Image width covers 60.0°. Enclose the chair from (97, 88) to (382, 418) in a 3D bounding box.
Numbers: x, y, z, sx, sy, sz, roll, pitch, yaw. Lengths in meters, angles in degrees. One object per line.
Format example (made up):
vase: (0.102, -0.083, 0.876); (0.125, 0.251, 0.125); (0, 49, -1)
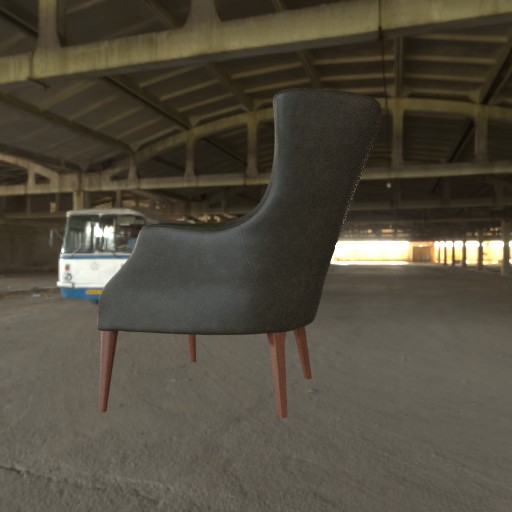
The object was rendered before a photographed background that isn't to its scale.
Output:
chair: (0.000, 0.000, 1.747); (0.954, 1.068, 0.819); (0, 0, 17)
